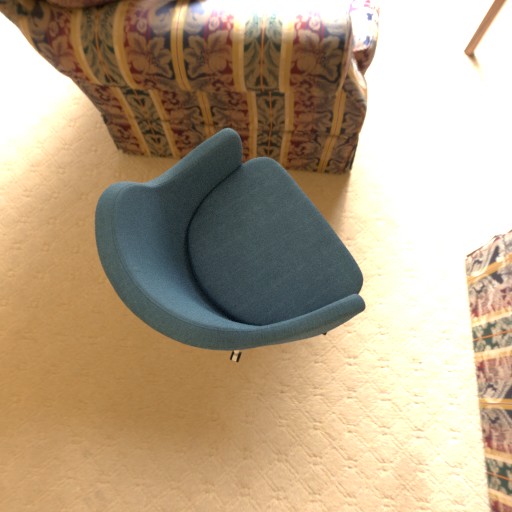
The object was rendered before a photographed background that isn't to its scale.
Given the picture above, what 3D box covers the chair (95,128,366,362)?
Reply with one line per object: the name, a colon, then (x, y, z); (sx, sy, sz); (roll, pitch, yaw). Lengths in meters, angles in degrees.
chair: (0.000, 0.000, 1.269); (0.655, 0.820, 0.599); (-33, 75, -10)
